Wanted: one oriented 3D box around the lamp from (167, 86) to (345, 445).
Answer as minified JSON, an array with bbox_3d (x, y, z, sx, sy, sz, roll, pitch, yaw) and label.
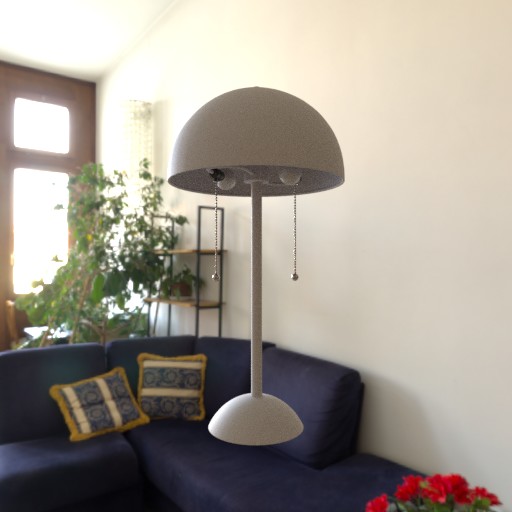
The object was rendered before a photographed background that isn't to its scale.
[{"bbox_3d":[0.000,0.000,0.433,0.171,0.330,0.171,0,-1,0],"label":"lamp"}]
